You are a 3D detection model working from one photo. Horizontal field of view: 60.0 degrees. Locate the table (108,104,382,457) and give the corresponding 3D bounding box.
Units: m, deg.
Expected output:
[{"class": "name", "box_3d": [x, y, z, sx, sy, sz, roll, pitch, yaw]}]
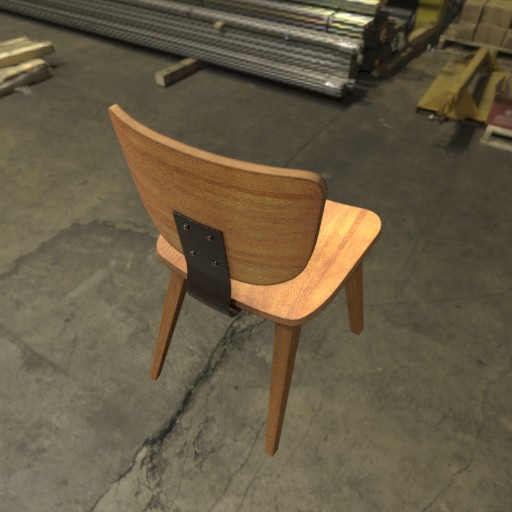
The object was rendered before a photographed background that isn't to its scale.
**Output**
[{"class": "table", "box_3d": [0.000, 0.000, 1.075, 0.499, 0.805, 0.500, 24, 50, 22]}]
